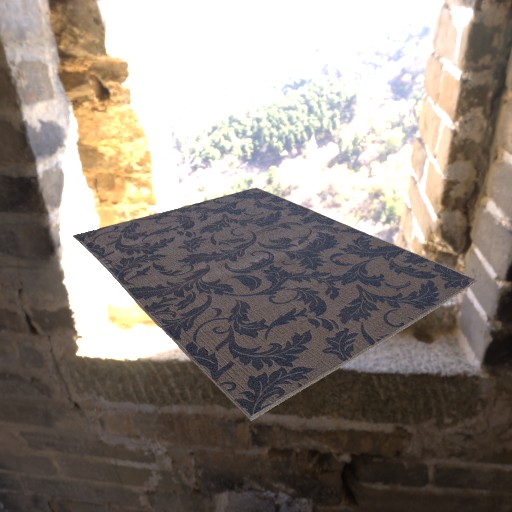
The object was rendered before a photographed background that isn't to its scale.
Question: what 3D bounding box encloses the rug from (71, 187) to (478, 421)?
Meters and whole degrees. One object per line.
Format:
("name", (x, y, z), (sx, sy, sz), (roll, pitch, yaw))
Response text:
("rug", (0.000, 0.000, 4.042), (2.380, 0.008, 2.977), (-20, 34, -33))
